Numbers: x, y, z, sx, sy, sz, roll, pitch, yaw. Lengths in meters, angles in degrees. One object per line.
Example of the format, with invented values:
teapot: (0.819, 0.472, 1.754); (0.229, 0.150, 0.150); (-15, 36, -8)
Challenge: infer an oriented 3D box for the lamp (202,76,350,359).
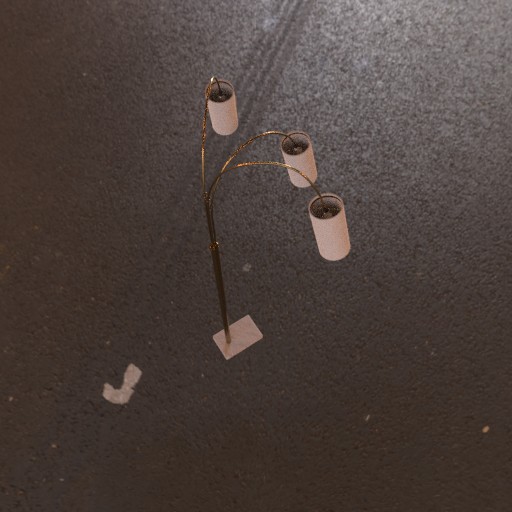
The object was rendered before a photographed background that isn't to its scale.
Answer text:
lamp: (0.000, 0.000, 2.544); (0.667, 2.055, 1.020); (-29, 63, -16)
